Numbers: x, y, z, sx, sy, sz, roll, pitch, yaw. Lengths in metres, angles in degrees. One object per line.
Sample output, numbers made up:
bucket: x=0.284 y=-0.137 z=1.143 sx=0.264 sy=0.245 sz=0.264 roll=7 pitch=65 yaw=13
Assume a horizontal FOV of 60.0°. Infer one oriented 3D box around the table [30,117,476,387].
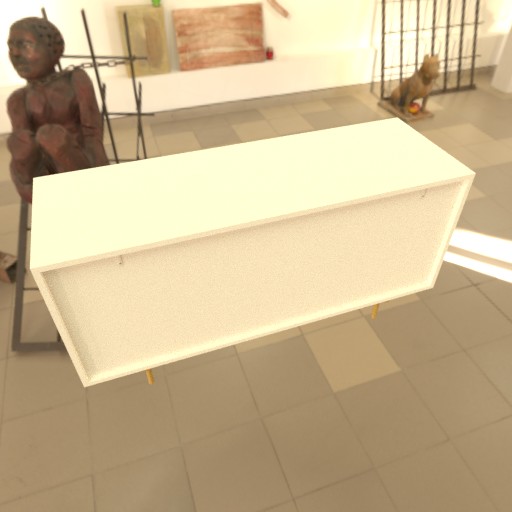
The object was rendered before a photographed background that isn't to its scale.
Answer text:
table: x=0.000 y=0.000 z=1.840 sx=1.500 sy=0.769 sz=0.508 roll=-13 pitch=43 yaw=-15
